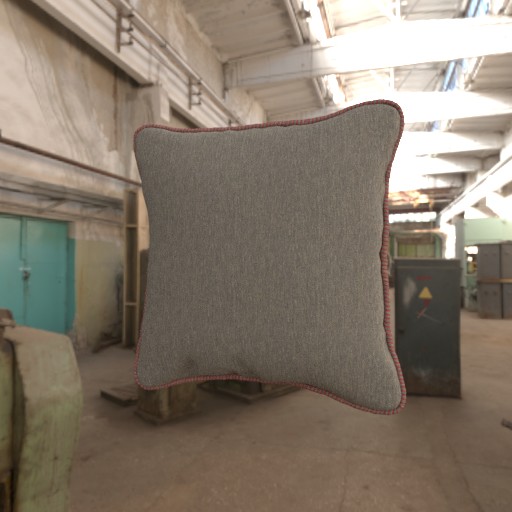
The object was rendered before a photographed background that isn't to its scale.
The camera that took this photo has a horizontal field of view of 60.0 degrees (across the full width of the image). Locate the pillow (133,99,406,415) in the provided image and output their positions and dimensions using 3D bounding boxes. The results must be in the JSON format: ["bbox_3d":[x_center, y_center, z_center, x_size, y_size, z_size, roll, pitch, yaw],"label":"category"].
[{"bbox_3d":[0.000,0.000,0.754,0.482,0.491,0.124,0,-1,18],"label":"pillow"}]
